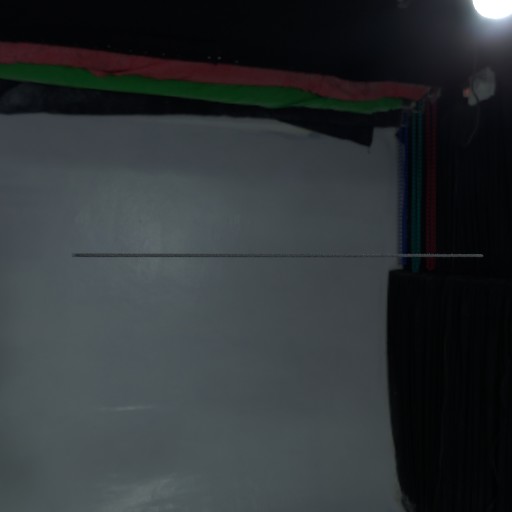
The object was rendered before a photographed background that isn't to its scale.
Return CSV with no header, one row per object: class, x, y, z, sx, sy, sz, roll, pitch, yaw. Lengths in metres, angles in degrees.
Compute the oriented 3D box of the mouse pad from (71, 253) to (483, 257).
mouse pad,0.000,0.000,0.433,0.315,0.002,0.269,0,0,-17
